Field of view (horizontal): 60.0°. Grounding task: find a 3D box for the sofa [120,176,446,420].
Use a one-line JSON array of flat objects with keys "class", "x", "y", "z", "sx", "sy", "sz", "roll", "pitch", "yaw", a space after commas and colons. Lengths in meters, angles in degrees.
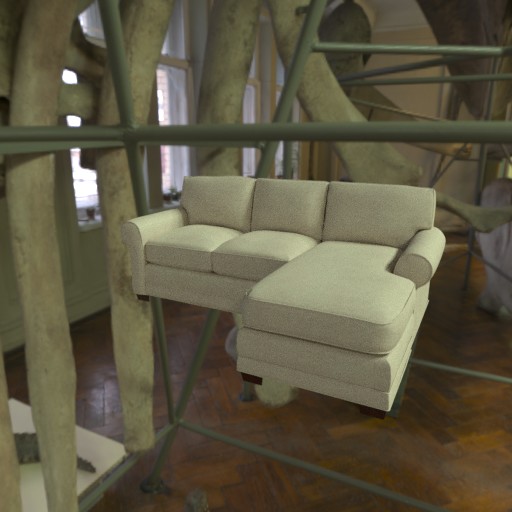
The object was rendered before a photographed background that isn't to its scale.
[{"class": "sofa", "x": 0.000, "y": 0.000, "z": 2.350, "sx": 1.770, "sy": 0.734, "sz": 1.226, "roll": 8, "pitch": 17, "yaw": 26}]
